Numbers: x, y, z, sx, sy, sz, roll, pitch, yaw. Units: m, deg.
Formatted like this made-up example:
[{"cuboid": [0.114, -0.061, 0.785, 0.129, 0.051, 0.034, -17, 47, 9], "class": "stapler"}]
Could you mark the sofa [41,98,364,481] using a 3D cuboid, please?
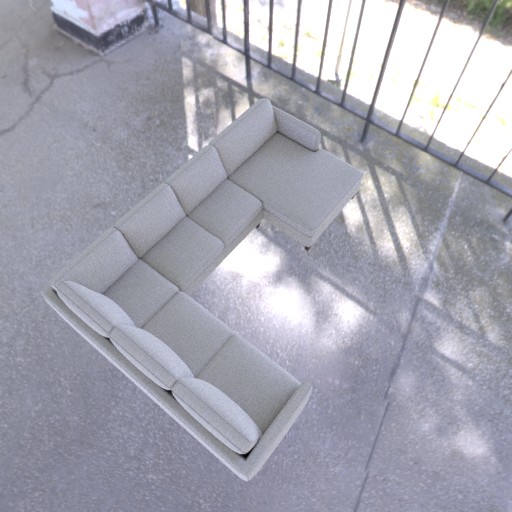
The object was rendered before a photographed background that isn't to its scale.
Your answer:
[{"cuboid": [0.000, 0.000, 4.620, 2.551, 0.889, 3.403, 34, 65, 18], "class": "sofa"}]
